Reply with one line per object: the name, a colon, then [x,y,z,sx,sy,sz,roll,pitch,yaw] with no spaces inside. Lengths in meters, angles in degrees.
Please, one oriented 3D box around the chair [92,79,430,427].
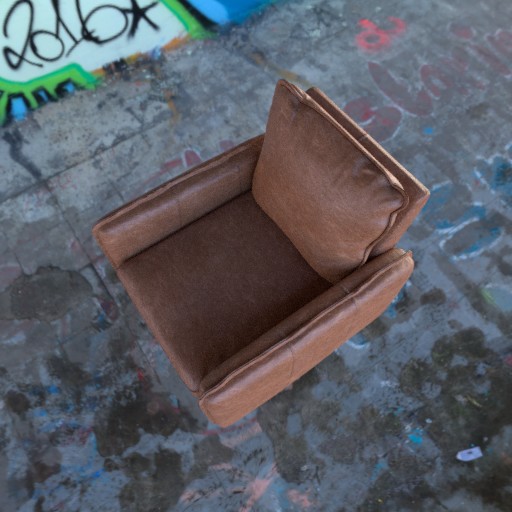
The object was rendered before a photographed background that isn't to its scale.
chair: [0.000,0.000,1.646,0.922,0.922,0.830,-32,67,-15]
